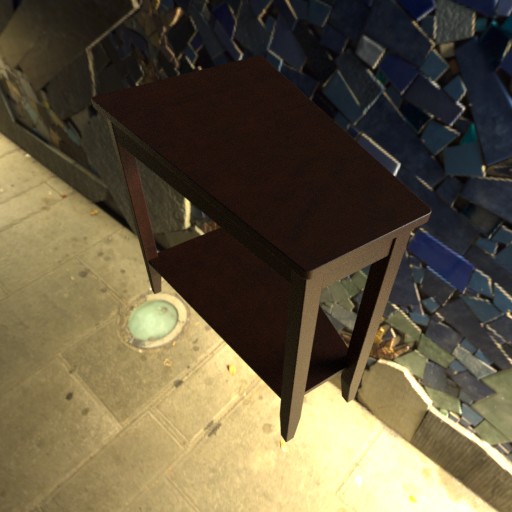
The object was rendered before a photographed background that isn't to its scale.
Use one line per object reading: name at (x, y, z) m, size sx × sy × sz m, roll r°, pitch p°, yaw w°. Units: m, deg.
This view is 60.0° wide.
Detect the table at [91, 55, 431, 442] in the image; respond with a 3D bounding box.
table at (0.000, 0.000, 0.983) m, size 0.399 × 0.589 × 0.605 m, roll -24°, pitch 50°, yaw -22°
